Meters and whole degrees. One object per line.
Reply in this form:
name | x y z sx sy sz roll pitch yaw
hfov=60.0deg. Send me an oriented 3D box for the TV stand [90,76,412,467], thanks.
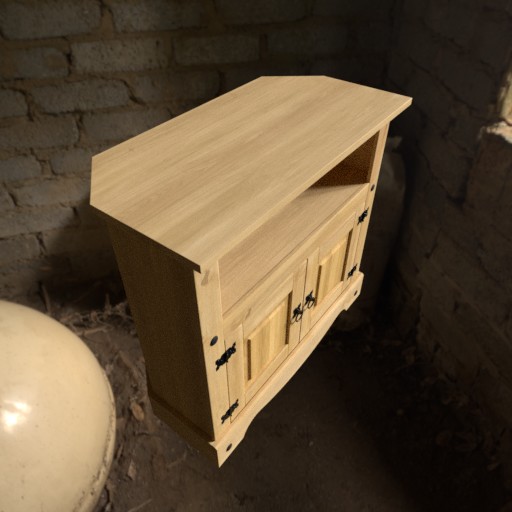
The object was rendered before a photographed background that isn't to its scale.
TV stand | 0.000 0.000 1.310 0.425 0.781 0.851 27 48 27
